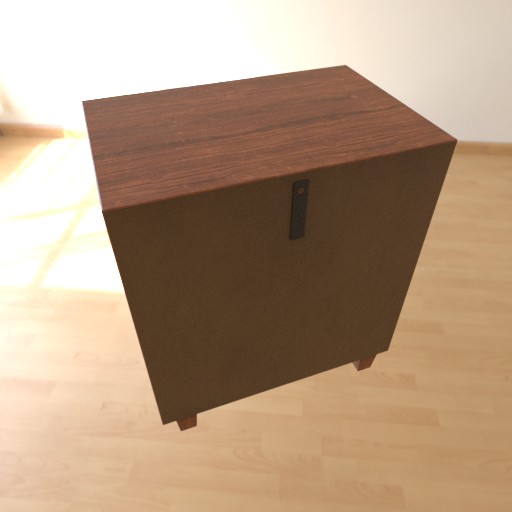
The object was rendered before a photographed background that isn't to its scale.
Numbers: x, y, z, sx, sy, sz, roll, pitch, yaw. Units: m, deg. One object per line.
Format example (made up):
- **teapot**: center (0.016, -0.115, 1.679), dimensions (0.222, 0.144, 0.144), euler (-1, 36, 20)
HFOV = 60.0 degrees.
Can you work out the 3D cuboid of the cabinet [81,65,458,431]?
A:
- **cabinet**: center (0.000, 0.000, 1.068), dimensions (0.607, 0.695, 0.410), euler (-14, 44, -15)
